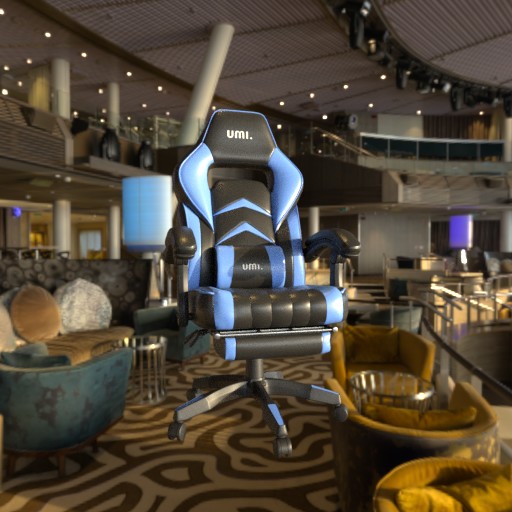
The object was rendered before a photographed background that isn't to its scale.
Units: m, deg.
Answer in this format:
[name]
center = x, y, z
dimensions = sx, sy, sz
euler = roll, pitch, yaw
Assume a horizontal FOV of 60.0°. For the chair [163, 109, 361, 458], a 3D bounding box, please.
[chair]
center = 0.000, 0.000, 1.724
dimensions = 0.700, 1.280, 0.700
euler = 0, 1, -16
